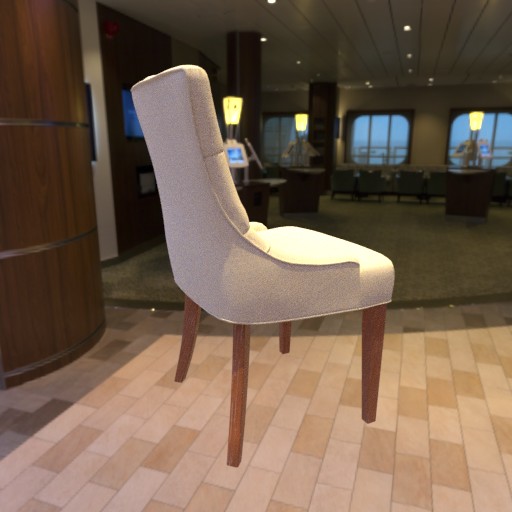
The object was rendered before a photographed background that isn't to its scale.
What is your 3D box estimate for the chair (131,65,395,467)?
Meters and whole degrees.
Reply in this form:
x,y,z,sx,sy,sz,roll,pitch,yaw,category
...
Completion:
x,y,z,sx,sy,sz,roll,pitch,yaw,category
0.000,0.000,1.186,0.565,0.874,0.509,-7,16,-26,chair
